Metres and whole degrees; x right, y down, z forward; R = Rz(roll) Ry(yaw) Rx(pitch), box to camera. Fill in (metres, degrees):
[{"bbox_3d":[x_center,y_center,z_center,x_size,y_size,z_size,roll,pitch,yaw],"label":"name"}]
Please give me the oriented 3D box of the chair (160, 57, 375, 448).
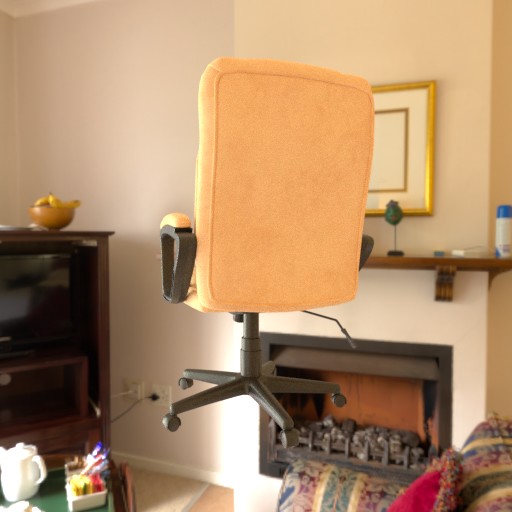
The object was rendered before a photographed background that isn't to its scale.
[{"bbox_3d":[0.000,0.000,1.553,0.667,1.105,0.724,-1,2,-20],"label":"chair"}]
